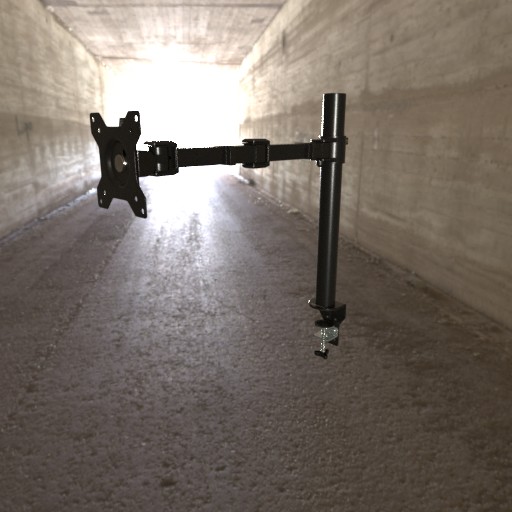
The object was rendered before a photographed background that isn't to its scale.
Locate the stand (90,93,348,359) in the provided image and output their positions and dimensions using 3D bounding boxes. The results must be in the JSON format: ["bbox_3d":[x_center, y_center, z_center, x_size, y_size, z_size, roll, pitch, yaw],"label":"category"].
[{"bbox_3d":[0.000,0.000,0.711,0.456,0.510,0.115,-15,22,-43],"label":"stand"}]
